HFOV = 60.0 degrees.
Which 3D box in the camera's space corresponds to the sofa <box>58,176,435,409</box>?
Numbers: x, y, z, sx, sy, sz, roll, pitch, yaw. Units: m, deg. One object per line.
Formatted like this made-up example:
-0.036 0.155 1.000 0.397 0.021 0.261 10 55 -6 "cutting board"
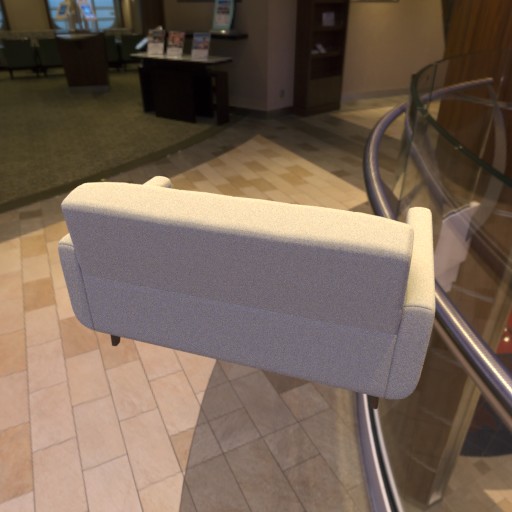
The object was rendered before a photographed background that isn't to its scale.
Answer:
0.000 0.000 2.247 1.655 0.892 0.980 9 31 15 "sofa"
